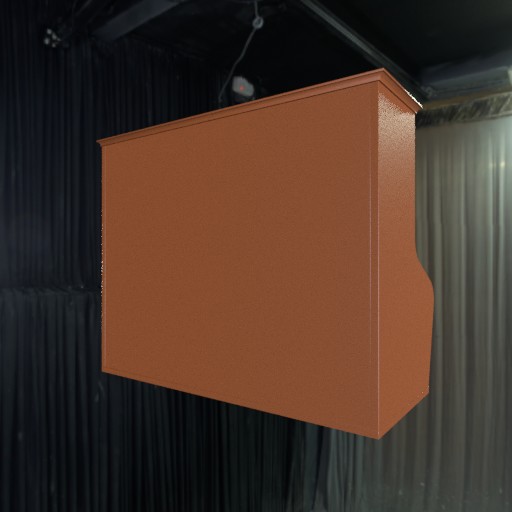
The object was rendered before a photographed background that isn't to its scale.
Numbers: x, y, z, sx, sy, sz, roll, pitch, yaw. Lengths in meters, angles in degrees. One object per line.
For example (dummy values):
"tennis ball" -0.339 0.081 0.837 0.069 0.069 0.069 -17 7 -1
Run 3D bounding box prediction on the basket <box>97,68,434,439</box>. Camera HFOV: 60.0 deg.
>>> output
"basket" 0.000 0.000 1.121 0.792 0.625 0.376 0 0 36
